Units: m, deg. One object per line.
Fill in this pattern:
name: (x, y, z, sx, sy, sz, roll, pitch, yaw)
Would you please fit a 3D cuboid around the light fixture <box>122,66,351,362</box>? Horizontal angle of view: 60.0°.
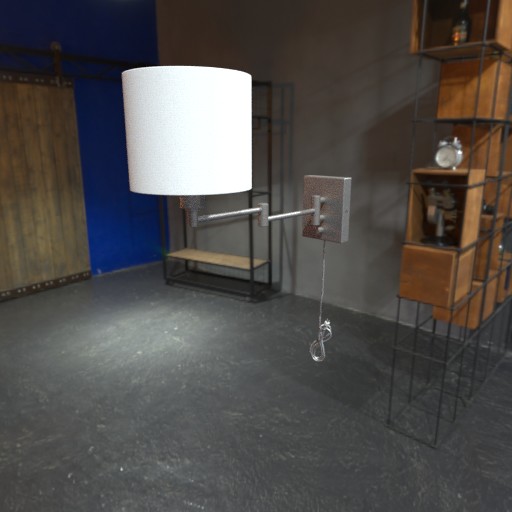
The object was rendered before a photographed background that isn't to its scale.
light fixture: (0.000, 0.000, 0.900, 0.203, 0.651, 0.516, 14, 20, 42)
